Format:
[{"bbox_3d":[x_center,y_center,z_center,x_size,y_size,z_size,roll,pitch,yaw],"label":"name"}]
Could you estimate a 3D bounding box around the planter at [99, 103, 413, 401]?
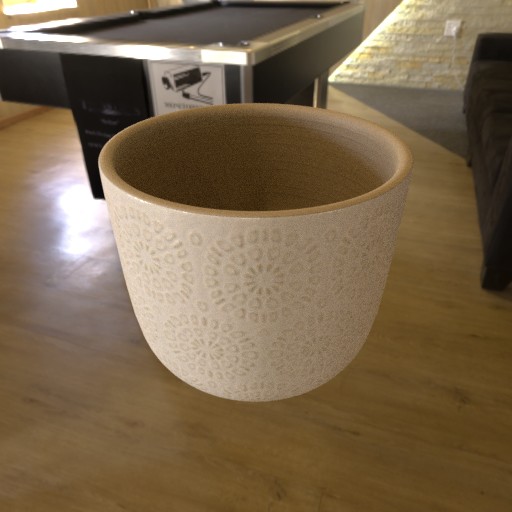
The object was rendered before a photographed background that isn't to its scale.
[{"bbox_3d":[0.000,0.000,0.290,0.170,0.152,0.170,0,34,0],"label":"planter"}]
